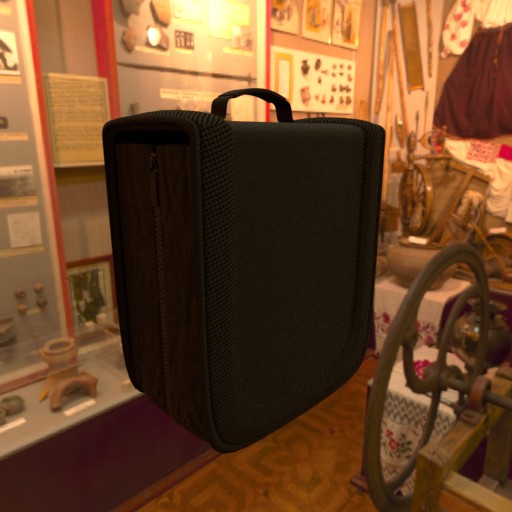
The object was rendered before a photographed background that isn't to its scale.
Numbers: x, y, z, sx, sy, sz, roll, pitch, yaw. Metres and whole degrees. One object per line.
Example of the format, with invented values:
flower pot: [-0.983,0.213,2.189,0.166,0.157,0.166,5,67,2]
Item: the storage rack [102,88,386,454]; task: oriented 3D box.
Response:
storage rack: [0.000,0.000,0.546,0.297,0.387,0.168,-14,21,-42]
